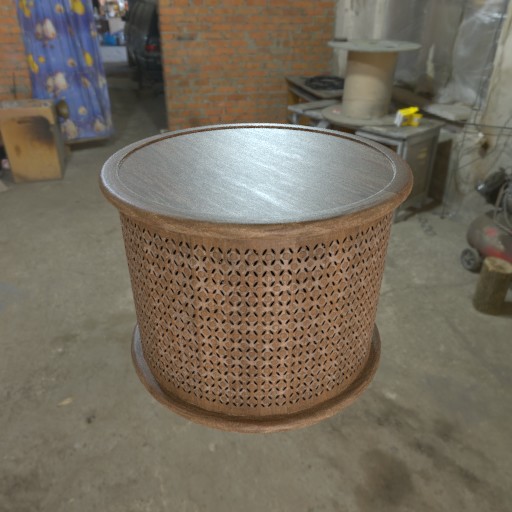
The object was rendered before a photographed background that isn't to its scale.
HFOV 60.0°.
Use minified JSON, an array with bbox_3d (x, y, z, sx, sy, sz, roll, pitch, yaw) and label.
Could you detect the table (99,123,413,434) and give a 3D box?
[{"bbox_3d":[0.000,0.000,1.001,0.607,0.450,0.607,0,30,0],"label":"table"}]
